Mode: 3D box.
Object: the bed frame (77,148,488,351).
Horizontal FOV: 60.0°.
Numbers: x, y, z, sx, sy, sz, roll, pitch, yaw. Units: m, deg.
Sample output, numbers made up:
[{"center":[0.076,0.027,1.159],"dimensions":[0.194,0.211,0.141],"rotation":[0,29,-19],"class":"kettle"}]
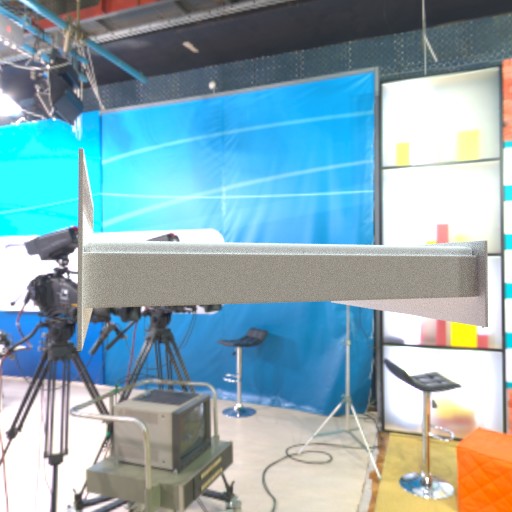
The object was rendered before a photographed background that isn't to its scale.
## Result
[{"center":[0.000,0.000,2.877],"dimensions":[2.060,0.800,1.720],"rotation":[0,-1,-19],"class":"bed frame"}]
